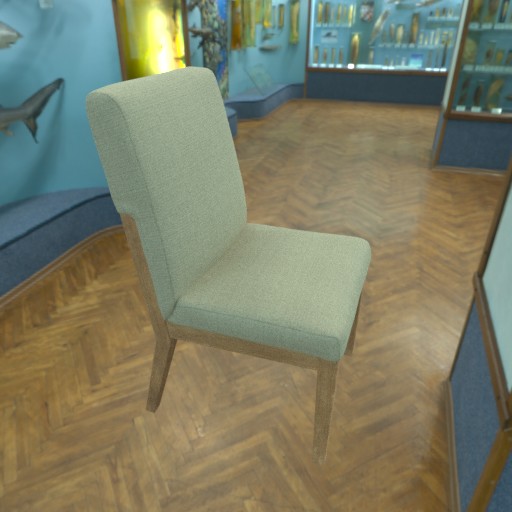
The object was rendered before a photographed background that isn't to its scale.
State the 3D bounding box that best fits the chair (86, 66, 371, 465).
[{"bbox_3d":[0.000,0.000,1.220,0.586,0.911,0.507,10,31,17],"label":"chair"}]
